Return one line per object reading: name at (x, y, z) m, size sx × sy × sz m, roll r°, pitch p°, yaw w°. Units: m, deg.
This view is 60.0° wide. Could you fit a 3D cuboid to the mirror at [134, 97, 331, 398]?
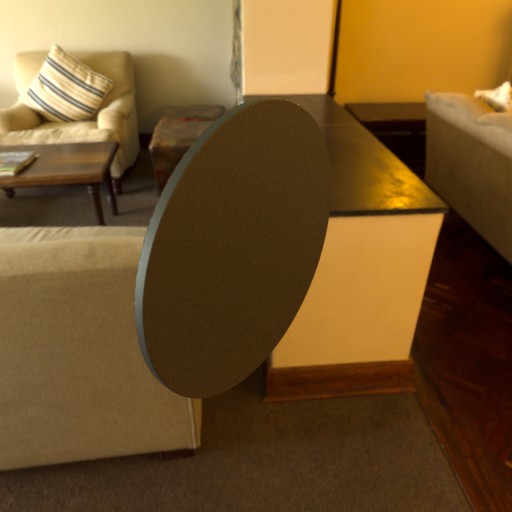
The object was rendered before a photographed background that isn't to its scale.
mirror at (0.000, 0.000, 1.595) m, size 0.036 × 1.077 × 1.077 m, roll 21°, pitch 37°, yaw 30°
